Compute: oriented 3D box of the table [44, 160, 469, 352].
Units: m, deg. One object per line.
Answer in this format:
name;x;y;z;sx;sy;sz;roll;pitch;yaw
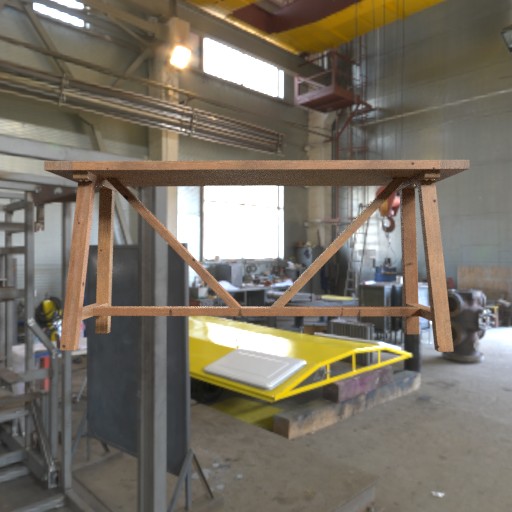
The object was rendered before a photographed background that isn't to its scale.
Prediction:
table;0.000;0.000;2.110;1.800;0.810;0.465;0;0;1
